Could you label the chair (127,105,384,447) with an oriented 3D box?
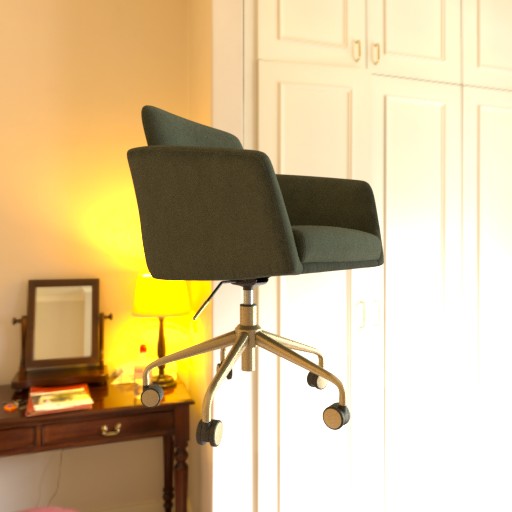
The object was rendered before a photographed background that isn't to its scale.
[{"bbox_3d":[0.000,0.000,1.327,0.635,0.908,0.641,0,0,36],"label":"chair"}]
